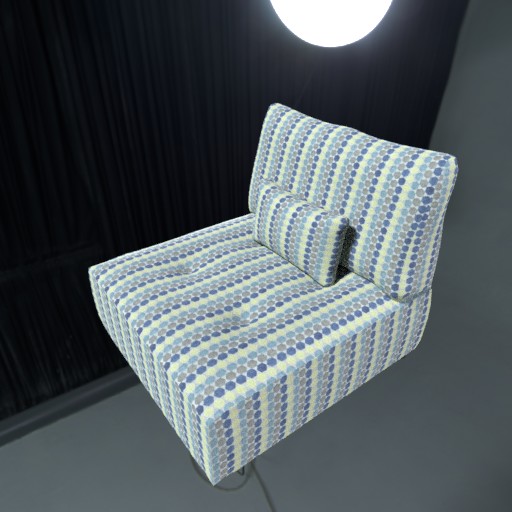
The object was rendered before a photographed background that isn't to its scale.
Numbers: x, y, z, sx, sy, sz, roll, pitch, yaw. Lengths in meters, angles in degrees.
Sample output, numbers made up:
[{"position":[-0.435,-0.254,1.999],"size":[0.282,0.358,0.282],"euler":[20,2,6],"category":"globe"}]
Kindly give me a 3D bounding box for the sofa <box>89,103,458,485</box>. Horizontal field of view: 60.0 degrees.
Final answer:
[{"position":[0.000,0.000,1.656],"size":[1.000,0.830,0.930],"euler":[-22,38,-31],"category":"sofa"}]
